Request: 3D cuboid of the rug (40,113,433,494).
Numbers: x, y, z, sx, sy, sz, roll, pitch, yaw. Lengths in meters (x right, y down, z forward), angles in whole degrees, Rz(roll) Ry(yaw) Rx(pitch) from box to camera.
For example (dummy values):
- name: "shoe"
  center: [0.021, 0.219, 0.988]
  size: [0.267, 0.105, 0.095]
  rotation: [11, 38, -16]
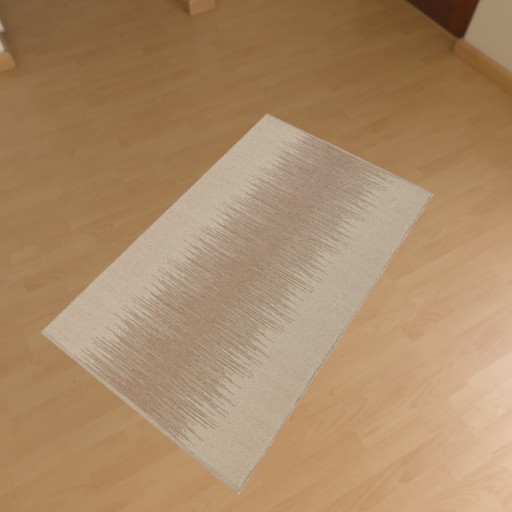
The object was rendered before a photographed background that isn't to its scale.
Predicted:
- name: "rug"
  center: [0.000, 0.000, 3.014]
  size: [1.522, 0.012, 2.440]
  rotation: [31, 63, 18]
